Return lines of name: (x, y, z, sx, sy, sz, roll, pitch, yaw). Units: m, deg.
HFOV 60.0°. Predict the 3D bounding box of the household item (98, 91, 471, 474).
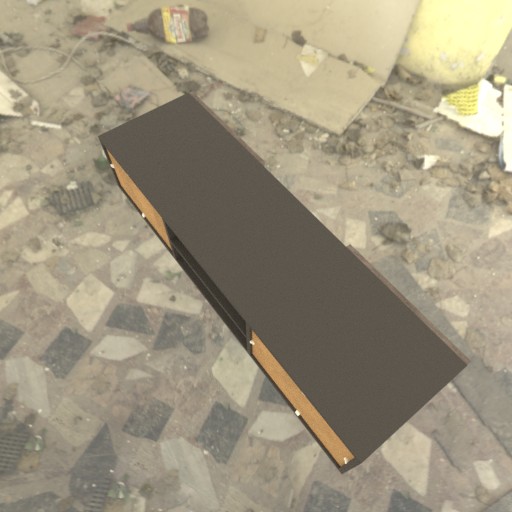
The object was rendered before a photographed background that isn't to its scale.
household item: (0.000, 0.000, 1.567, 0.420, 0.310, 1.400, -33, 64, -18)
